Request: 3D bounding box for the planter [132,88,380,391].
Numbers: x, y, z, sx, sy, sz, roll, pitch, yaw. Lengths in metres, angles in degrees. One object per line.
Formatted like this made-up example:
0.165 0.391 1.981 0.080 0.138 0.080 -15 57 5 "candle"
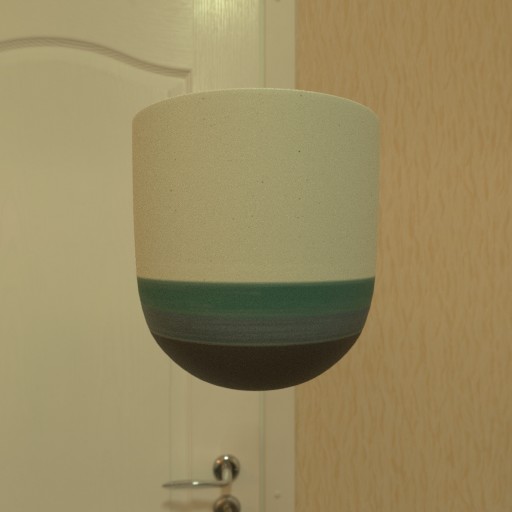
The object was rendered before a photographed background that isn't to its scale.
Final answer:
0.000 0.000 0.380 0.204 0.214 0.204 0 1 0 "planter"
